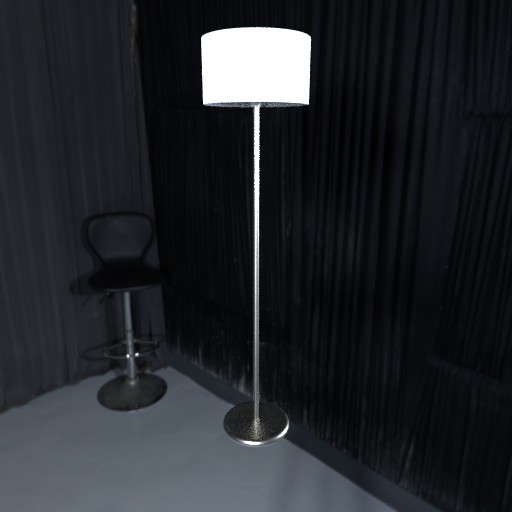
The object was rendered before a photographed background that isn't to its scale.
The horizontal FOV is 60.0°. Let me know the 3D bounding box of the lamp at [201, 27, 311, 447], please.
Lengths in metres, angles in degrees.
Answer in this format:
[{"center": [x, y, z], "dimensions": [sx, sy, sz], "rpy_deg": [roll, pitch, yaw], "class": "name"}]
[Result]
[{"center": [0.000, 0.000, 1.618], "dimensions": [0.347, 1.443, 0.347], "rpy_deg": [15, 22, 42], "class": "lamp"}]
